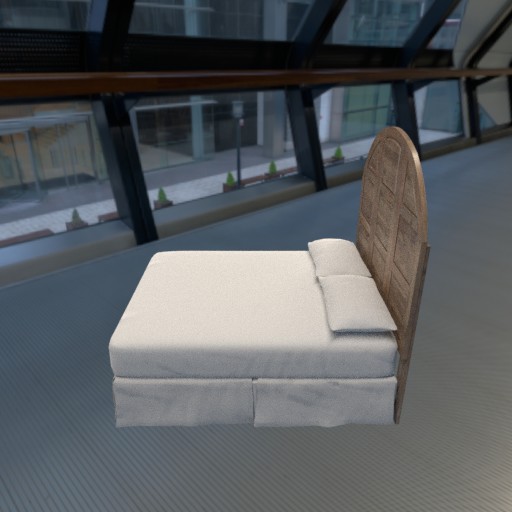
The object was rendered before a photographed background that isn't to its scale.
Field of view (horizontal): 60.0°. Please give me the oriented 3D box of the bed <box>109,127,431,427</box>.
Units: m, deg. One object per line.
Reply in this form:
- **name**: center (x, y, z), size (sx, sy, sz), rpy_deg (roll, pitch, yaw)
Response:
- **bed**: center (0.000, 0.000, 3.571), size (2.112, 2.002, 1.713), rpy_deg (0, 25, 0)
